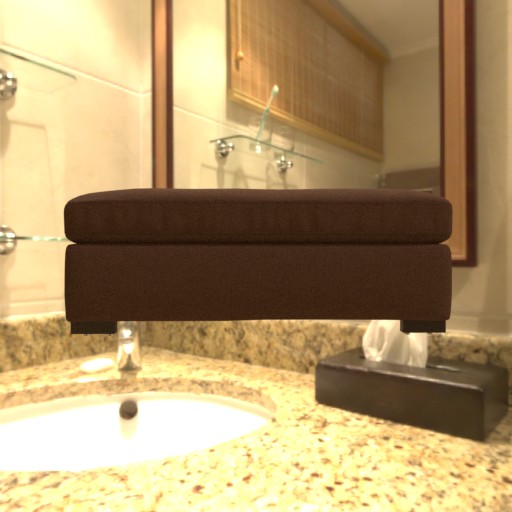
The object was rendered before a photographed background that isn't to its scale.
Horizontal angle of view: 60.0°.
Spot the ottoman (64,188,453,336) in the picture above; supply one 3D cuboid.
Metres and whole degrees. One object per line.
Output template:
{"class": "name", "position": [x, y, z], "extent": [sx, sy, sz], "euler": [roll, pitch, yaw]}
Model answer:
{"class": "ottoman", "position": [0.000, 0.000, 1.887], "extent": [1.181, 0.470, 1.181], "euler": [0, 0, -1]}
